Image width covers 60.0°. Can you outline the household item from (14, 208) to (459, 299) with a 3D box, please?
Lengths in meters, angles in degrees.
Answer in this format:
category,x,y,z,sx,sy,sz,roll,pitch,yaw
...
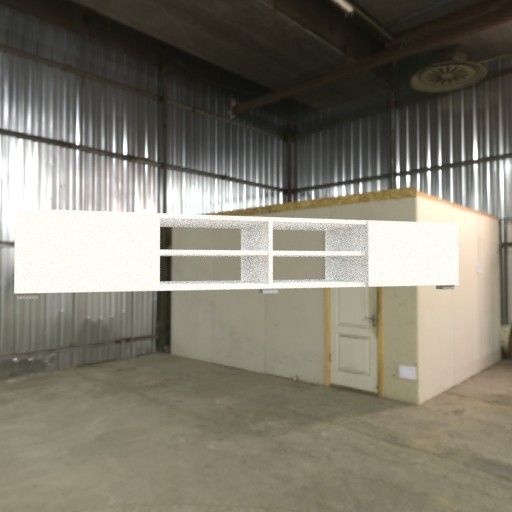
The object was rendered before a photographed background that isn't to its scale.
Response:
category,x,y,z,sx,sy,sz,roll,pitch,yaw
household item,0.000,0.000,1.978,1.850,0.310,0.420,0,-1,-18
